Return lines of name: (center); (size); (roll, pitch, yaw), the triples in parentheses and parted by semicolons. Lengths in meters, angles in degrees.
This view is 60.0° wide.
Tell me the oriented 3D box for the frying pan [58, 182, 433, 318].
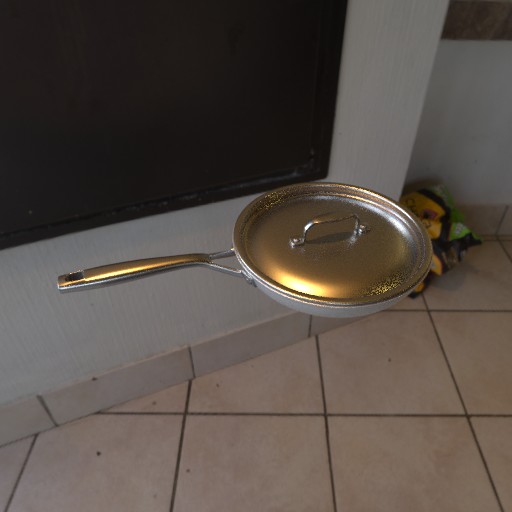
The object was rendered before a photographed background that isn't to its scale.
frying pan: (0.000, 0.000, 0.596); (0.490, 0.086, 0.272); (-12, 42, -13)
